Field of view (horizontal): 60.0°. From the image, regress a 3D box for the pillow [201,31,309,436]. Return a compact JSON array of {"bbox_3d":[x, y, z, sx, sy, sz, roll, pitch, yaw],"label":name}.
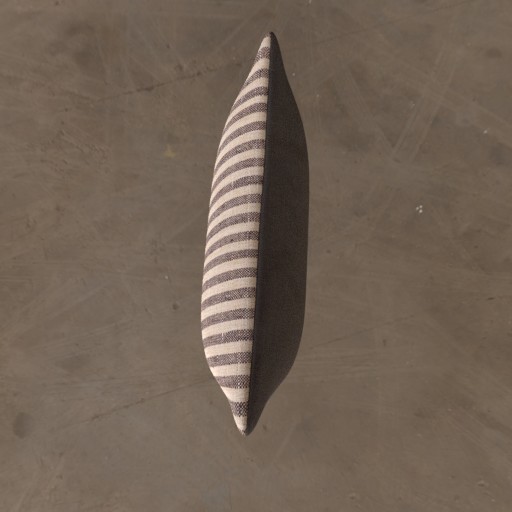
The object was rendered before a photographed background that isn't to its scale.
[{"bbox_3d":[0.000,0.000,0.782,0.166,0.506,0.523,3,76,1],"label":"pillow"}]
